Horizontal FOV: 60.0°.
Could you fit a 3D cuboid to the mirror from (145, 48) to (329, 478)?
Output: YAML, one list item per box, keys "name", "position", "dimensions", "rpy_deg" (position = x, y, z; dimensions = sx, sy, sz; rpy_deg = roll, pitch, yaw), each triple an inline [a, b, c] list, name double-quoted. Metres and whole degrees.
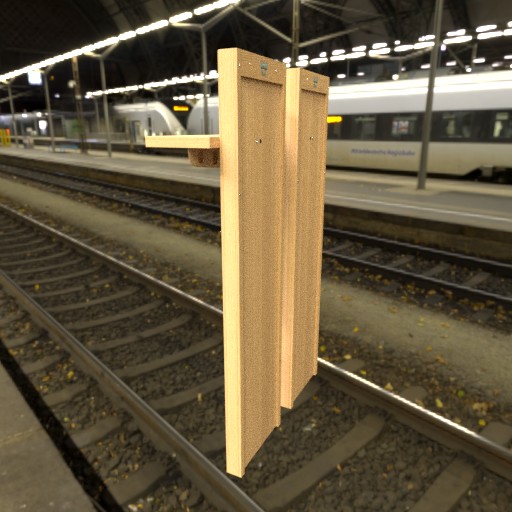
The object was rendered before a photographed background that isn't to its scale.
- name: "mirror"
  position: [0.000, 0.000, 1.592]
  dimensions: [0.260, 1.250, 0.800]
  rpy_deg: [8, 18, 26]
